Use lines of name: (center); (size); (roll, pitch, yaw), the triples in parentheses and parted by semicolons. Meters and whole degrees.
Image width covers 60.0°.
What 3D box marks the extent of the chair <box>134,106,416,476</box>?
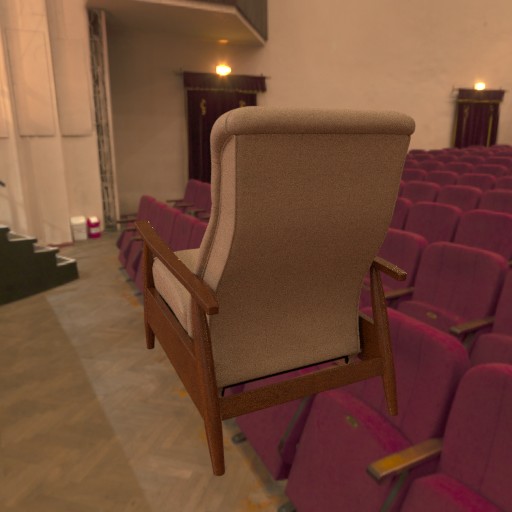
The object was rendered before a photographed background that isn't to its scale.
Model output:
chair: (0.000, 0.000, 1.785); (0.762, 1.082, 1.030); (-7, 17, -25)
